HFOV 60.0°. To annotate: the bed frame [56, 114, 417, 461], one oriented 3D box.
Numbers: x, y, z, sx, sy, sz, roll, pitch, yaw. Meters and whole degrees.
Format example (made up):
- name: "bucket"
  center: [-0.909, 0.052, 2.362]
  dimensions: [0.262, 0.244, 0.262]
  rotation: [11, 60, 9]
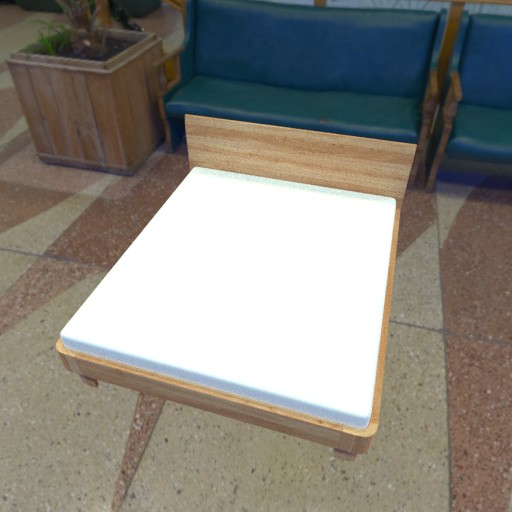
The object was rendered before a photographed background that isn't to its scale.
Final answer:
- name: "bed frame"
  center: [0.000, 0.000, 3.066]
  dimensions: [1.872, 0.940, 2.092]
  rotation: [11, 42, 13]
